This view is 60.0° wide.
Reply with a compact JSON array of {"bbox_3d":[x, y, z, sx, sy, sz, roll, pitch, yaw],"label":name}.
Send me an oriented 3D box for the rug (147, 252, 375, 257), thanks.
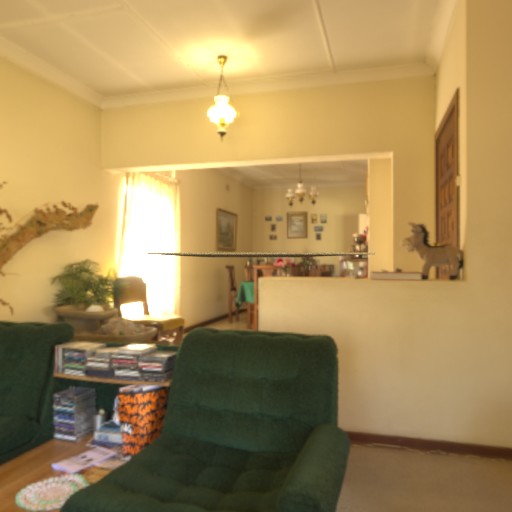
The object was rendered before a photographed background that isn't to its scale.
[{"bbox_3d":[0.000,0.000,2.718,0.783,0.006,2.438,0,0,-1],"label":"rug"}]
